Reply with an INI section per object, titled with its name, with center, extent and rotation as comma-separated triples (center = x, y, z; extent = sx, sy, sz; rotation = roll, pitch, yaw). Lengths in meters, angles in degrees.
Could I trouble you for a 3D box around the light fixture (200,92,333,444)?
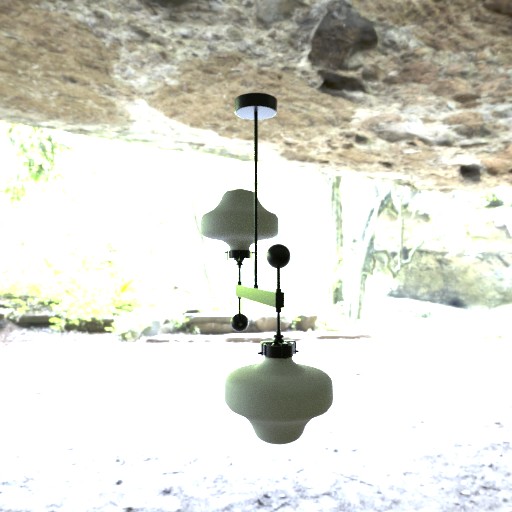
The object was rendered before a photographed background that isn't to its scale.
[light fixture]
center = 0.000, 0.000, 1.052
extent = 0.489, 0.743, 0.422
rotation = -1, -2, 38
